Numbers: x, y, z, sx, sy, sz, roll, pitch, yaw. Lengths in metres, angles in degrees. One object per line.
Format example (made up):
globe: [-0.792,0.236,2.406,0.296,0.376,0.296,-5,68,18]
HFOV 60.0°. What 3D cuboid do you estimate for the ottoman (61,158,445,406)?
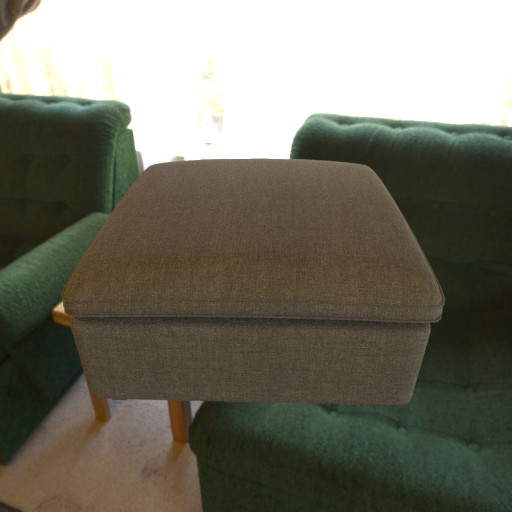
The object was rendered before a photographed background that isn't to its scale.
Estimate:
ottoman: [0.000,0.000,1.713,1.067,0.559,1.067,1,31,1]
